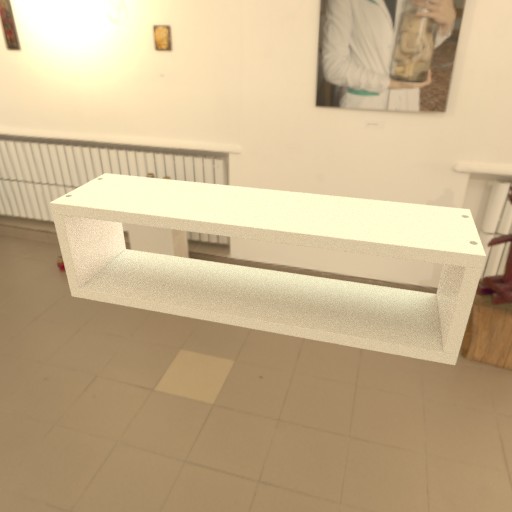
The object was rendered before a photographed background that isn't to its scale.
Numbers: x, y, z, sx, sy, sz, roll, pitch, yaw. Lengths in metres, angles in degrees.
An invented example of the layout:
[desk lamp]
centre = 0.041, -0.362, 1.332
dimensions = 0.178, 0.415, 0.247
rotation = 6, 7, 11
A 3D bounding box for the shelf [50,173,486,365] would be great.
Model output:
[shelf]
centre = 0.000, 0.000, 0.702
dimensions = 0.610, 0.170, 0.150
rotation = 8, 29, 14
